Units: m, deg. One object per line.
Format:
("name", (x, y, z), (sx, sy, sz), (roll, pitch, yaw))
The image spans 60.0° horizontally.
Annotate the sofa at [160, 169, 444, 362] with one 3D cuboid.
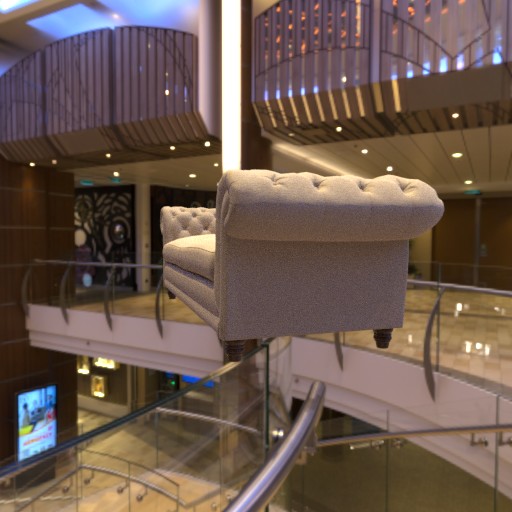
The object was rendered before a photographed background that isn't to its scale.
("sofa", (0.000, 0.000, 3.093), (1.076, 0.847, 2.694), (-1, 2, -18))
